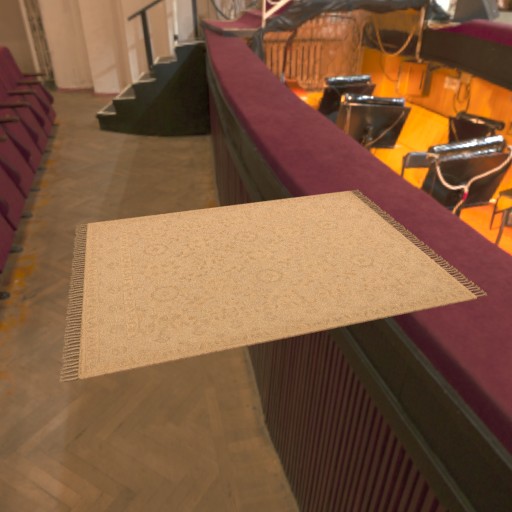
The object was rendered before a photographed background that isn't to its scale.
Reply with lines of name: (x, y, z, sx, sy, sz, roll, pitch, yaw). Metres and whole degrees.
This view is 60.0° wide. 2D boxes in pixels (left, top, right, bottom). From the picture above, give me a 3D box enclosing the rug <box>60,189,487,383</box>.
rug: (0.000, 0.000, 2.238, 1.771, 0.015, 1.223, -9, 33, -14)
